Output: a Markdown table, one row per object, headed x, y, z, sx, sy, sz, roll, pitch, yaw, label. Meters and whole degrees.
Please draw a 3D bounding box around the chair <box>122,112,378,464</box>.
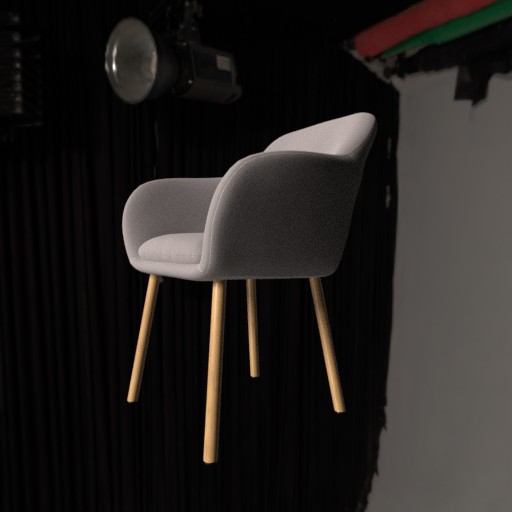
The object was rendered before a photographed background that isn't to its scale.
| x | y | z | sx | sy | sz | roll | pitch | yaw | label |
| --- | --- | --- | --- | --- | --- | --- | --- | --- | --- |
| 0.000 | 0.000 | 1.246 | 0.590 | 0.830 | 0.570 | -2 | 3 | -37 | chair |
